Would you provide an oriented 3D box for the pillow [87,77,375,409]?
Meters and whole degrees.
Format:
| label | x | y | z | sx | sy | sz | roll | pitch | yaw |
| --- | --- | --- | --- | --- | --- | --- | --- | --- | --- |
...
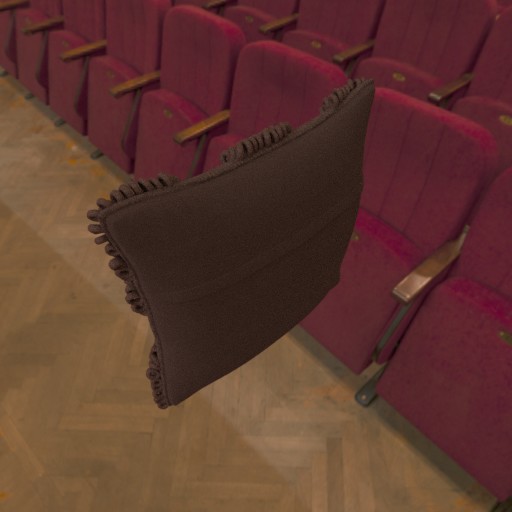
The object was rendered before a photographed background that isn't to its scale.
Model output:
| label | x | y | z | sx | sy | sz | roll | pitch | yaw |
| --- | --- | --- | --- | --- | --- | --- | --- | --- | --- |
| pillow | 0.000 | 0.000 | 0.724 | 0.470 | 0.467 | 0.172 | -33 | 55 | -27 |
